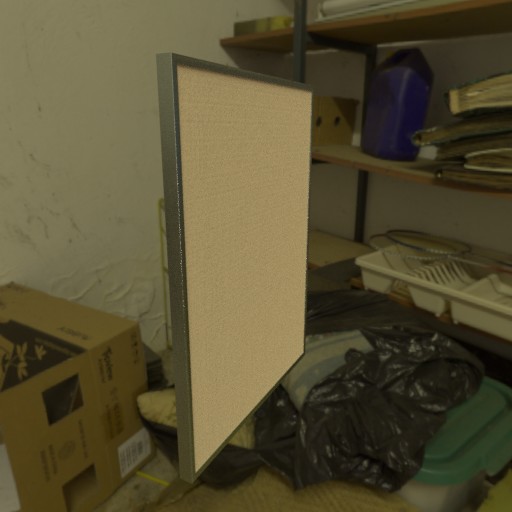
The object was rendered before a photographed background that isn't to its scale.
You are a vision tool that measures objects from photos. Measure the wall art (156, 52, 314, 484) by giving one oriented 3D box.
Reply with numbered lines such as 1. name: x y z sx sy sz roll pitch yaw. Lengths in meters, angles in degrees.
1. wall art: 0.000 0.000 1.391 0.041 1.062 0.803 8 18 27
